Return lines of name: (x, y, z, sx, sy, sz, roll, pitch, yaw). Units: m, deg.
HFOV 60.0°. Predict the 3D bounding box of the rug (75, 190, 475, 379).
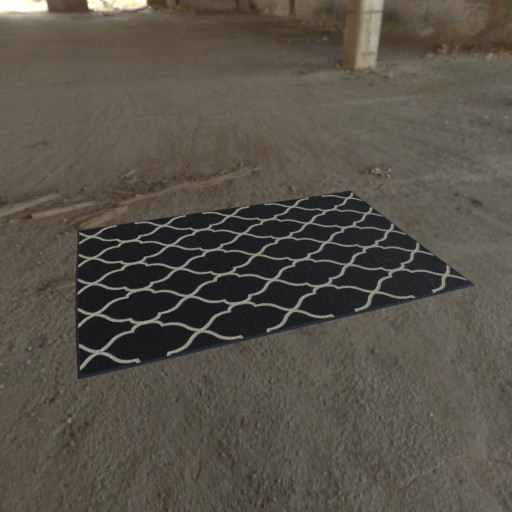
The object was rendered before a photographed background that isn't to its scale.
rug: (0.000, 0.000, 2.975, 2.290, 0.014, 1.526, -10, 33, -16)
